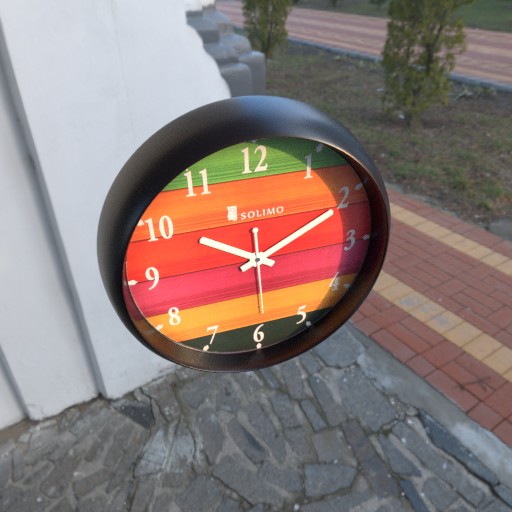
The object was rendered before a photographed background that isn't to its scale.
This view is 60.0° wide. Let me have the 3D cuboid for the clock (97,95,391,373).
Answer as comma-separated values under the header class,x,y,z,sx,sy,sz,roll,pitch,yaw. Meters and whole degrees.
class,x,y,z,sx,sy,sz,roll,pitch,yaw
clock,0.000,0.000,0.445,0.300,0.300,0.060,-10,35,-15
